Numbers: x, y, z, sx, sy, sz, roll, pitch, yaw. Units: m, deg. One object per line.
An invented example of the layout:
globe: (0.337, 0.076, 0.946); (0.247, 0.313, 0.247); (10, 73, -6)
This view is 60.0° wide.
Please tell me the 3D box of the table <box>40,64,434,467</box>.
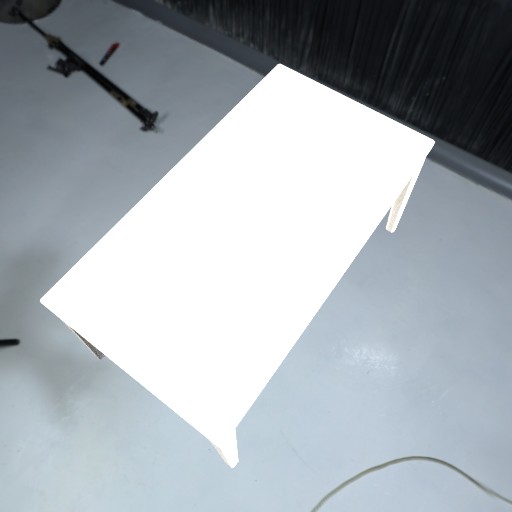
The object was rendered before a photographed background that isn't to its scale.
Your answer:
table: (0.000, 0.000, 2.125); (0.900, 0.760, 1.600); (33, 68, 15)
